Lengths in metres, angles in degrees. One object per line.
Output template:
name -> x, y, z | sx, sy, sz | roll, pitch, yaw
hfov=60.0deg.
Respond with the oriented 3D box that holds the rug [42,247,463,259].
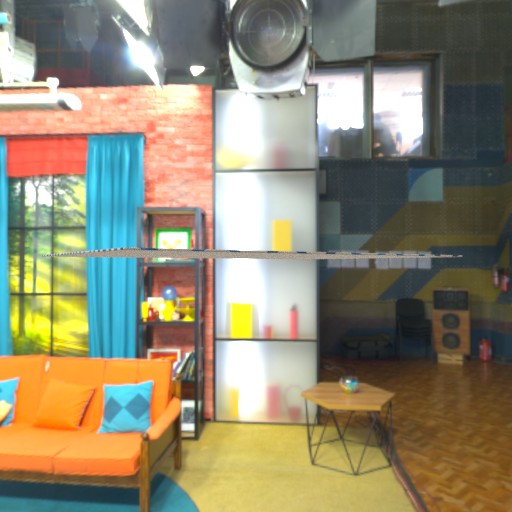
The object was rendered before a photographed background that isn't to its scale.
rug -> 0.000, 0.000, 2.315 | 1.830, 0.008, 1.225 | 1, -1, -36
